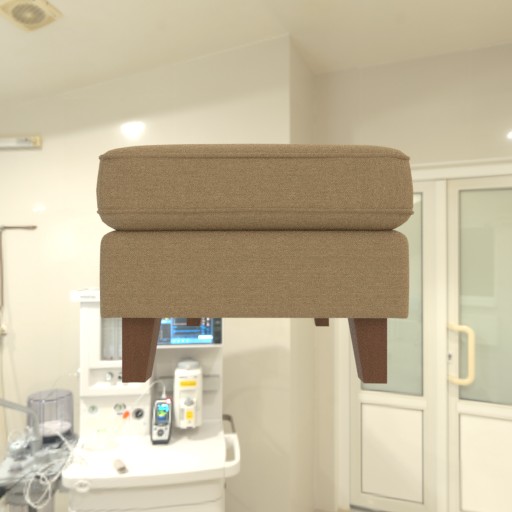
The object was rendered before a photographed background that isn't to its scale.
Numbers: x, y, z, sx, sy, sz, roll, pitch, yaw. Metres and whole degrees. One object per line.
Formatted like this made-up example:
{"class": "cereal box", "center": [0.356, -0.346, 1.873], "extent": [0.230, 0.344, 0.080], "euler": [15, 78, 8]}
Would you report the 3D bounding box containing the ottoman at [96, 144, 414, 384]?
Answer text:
{"class": "ottoman", "center": [0.000, 0.000, 1.310], "extent": [0.636, 0.521, 0.945], "euler": [0, -1, 1]}
